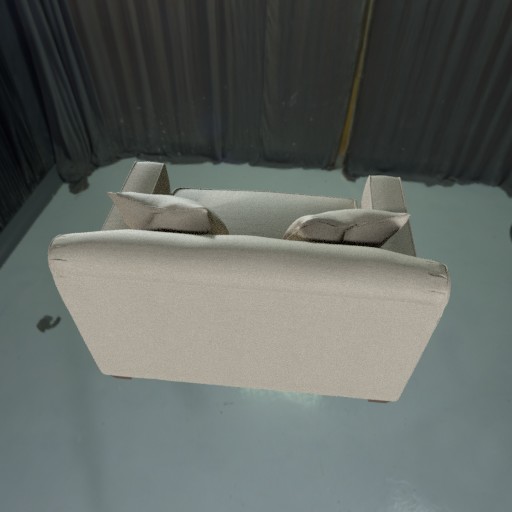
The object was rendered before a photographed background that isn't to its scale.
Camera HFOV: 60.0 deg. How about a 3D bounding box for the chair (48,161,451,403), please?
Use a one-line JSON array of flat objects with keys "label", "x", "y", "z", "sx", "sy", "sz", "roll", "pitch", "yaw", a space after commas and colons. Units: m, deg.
[{"label": "chair", "x": 0.000, "y": 0.000, "z": 2.085, "sx": 1.383, "sy": 0.948, "sz": 1.000, "roll": 4, "pitch": 47, "yaw": 4}]
